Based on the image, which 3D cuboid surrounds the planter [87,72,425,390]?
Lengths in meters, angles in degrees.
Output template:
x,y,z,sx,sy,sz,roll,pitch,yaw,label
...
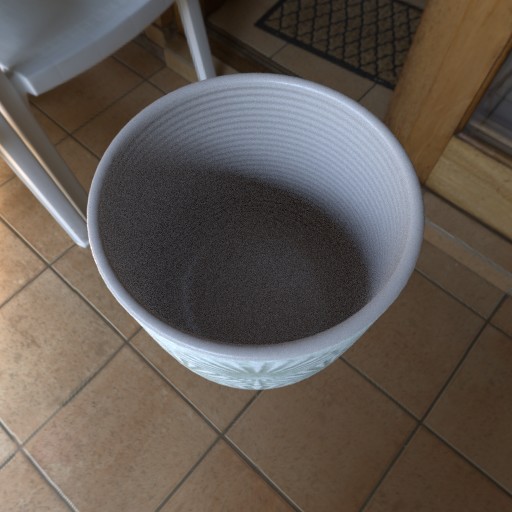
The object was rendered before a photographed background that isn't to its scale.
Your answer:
x,y,z,sx,sy,sz,roll,pitch,yaw,label
0.000,0.000,0.212,0.124,0.109,0.124,0,64,0,planter
